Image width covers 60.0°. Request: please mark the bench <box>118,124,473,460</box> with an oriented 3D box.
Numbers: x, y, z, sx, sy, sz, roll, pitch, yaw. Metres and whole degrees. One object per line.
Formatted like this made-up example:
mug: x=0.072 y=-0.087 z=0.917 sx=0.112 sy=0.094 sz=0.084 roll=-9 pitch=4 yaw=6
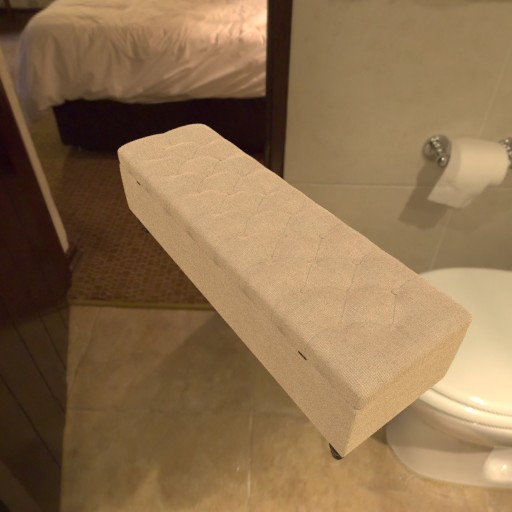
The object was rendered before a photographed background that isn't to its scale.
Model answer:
bench: x=0.000 y=0.000 z=1.695 sx=0.455 sy=0.467 sz=1.480 roll=-25 pitch=47 yaw=-26
